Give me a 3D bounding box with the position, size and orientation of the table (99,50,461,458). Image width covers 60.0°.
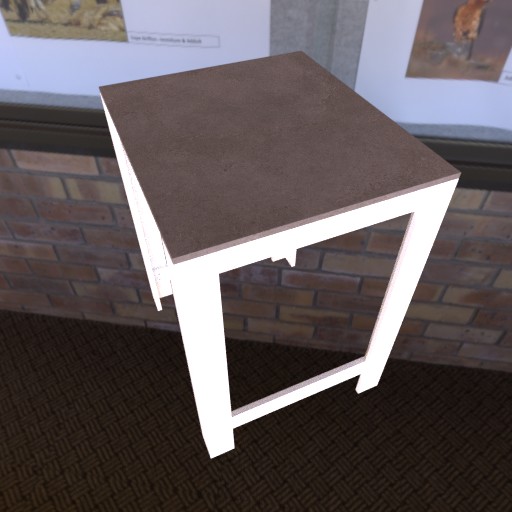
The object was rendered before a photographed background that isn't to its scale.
[{"bbox_3d":[0.000,0.000,1.561,0.700,1.020,0.800,-17,48,-16],"label":"table"}]
